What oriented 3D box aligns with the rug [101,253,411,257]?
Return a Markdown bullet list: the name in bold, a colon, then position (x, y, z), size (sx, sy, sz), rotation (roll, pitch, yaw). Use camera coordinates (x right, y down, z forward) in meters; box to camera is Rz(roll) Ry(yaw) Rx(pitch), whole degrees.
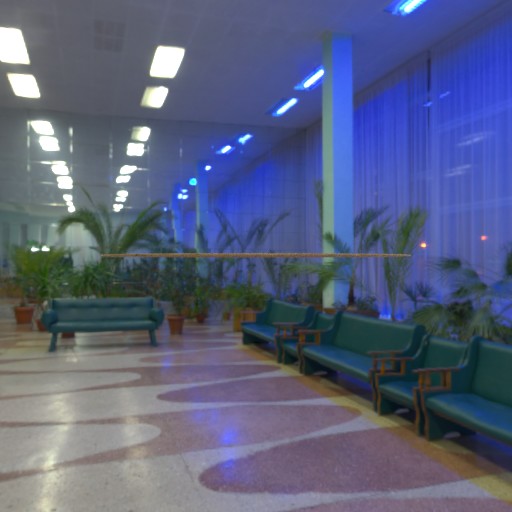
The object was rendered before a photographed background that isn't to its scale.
- **rug**: position (0.000, 0.000, 3.706), size (2.444, 0.015, 2.444), rotation (0, 0, 0)
